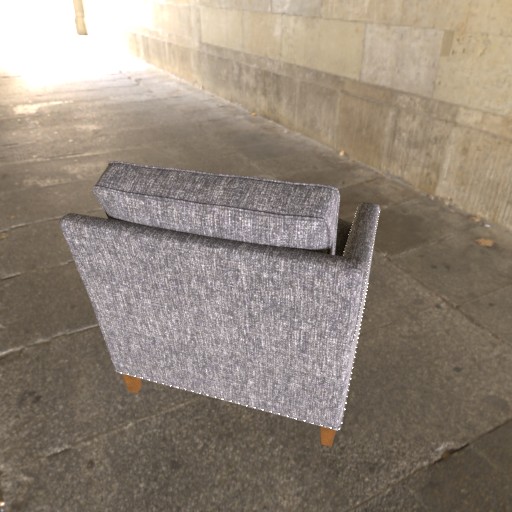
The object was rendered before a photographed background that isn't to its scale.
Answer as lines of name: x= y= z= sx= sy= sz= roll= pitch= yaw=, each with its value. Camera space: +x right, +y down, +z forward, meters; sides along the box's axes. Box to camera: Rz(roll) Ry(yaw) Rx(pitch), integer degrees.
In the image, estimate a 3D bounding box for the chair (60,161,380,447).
chair: x=0.000 y=0.000 z=1.708 sx=0.853 sy=0.943 sz=1.014 roll=10 pitch=33 yaw=15
